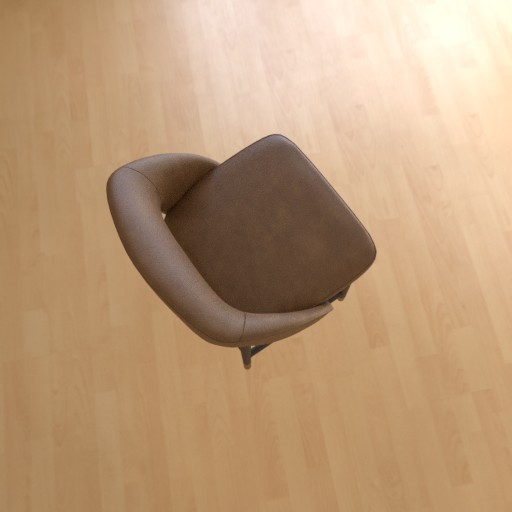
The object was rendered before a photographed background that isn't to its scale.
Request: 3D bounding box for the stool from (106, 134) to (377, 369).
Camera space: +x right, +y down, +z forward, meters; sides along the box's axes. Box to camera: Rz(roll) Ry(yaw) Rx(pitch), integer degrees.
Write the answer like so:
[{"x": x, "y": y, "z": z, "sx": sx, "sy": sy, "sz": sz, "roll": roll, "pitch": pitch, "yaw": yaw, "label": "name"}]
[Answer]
[{"x": 0.000, "y": 0.000, "z": 1.237, "sx": 0.509, "sy": 0.940, "sz": 0.494, "roll": -35, "pitch": 77, "yaw": -9, "label": "stool"}]
